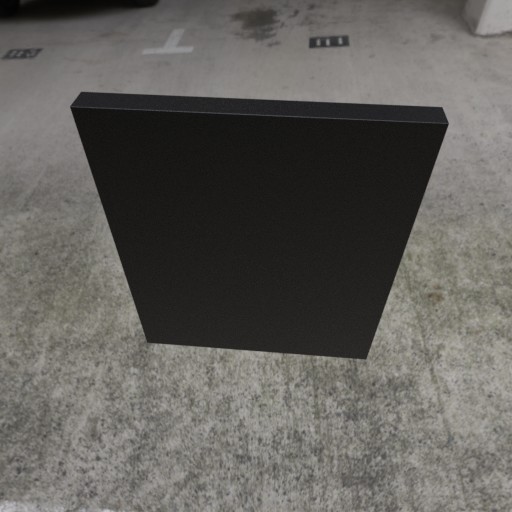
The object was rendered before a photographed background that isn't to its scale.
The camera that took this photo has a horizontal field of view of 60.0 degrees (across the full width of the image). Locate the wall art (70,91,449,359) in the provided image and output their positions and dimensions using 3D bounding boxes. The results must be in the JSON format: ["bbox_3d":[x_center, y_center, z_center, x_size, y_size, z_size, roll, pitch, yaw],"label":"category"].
[{"bbox_3d":[0.000,0.000,0.526,0.325,0.380,0.028,4,47,3],"label":"wall art"}]
